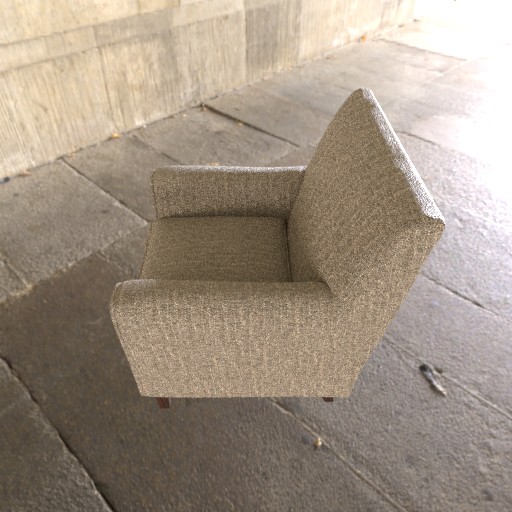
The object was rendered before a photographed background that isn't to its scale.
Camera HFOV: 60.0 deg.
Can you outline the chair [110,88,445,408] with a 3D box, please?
[{"bbox_3d":[0.000,0.000,1.635,0.873,0.928,0.864,-1,41,-1],"label":"chair"}]
